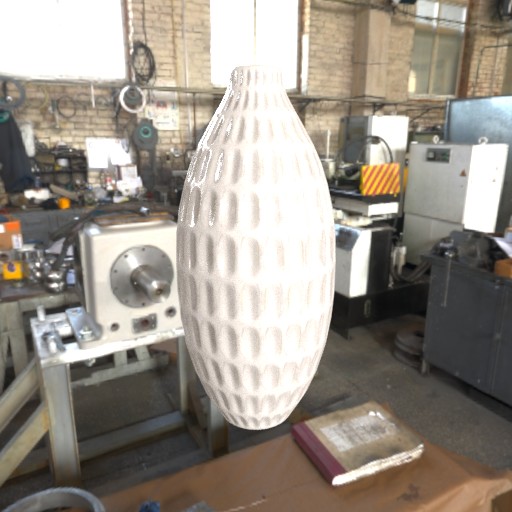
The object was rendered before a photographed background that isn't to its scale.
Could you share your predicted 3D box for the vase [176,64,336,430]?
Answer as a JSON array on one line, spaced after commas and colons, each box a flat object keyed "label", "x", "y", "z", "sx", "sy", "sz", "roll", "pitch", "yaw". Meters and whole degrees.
[{"label": "vase", "x": 0.000, "y": 0.000, "z": 0.358, "sx": 0.127, "sy": 0.282, "sz": 0.127, "roll": 0, "pitch": 15, "yaw": 0}]
